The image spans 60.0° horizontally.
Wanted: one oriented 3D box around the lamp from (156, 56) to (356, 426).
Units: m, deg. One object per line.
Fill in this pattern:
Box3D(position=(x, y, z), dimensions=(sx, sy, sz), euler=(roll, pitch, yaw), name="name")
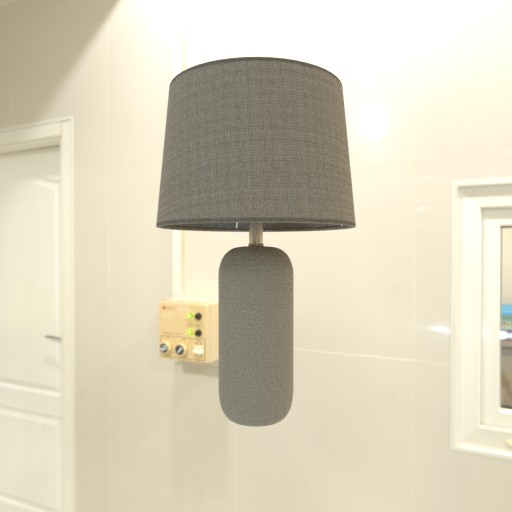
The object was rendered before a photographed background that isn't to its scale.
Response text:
Box3D(position=(0.000, 0.000, 0.835), dimensions=(0.367, 0.609, 0.367), euler=(0, 1, 0), name="lamp")
